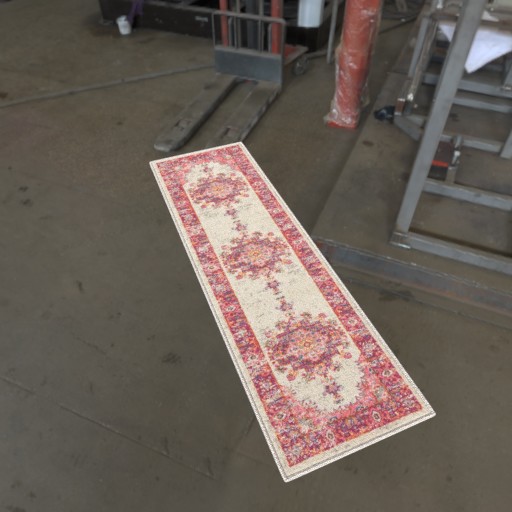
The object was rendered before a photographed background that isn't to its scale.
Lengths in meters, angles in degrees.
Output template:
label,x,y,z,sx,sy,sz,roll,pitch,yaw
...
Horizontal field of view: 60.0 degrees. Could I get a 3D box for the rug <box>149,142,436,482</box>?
label,x,y,z,sx,sy,sz,roll,pitch,yaw
rug,0.000,0.000,1.994,0.562,0.009,1.824,-16,48,-15
